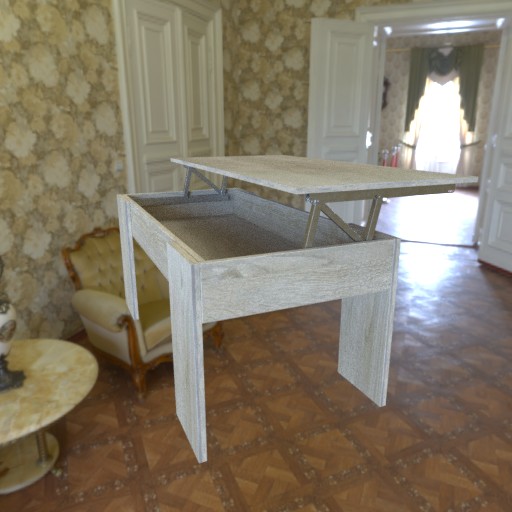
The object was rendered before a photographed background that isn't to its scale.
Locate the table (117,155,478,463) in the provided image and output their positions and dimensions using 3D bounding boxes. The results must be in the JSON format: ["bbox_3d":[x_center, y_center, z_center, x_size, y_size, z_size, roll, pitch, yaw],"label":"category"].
[{"bbox_3d":[0.000,0.000,1.430,0.711,0.570,1.000,-7,17,-23],"label":"table"}]
